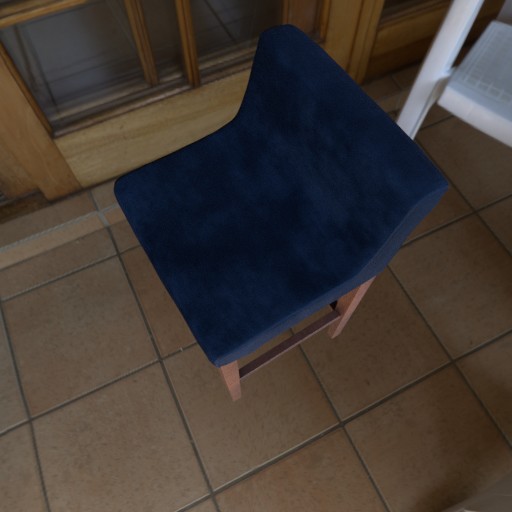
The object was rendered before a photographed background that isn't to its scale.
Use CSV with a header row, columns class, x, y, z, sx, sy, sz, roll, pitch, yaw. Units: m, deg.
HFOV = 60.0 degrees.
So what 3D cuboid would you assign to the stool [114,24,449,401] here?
class,x,y,z,sx,sy,sz,roll,pitch,yaw
stool,0.000,0.000,1.213,0.516,0.945,0.511,-29,68,-13
